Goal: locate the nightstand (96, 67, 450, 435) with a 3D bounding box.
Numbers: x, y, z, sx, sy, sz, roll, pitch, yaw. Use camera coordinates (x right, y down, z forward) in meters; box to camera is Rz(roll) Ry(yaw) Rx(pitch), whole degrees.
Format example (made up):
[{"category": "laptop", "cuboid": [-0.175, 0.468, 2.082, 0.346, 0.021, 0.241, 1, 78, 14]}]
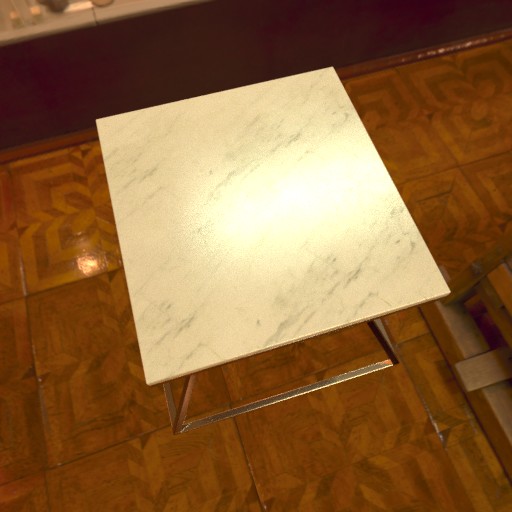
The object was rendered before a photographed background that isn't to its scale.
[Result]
[{"category": "nightstand", "cuboid": [0.000, 0.000, 0.882, 0.514, 0.426, 0.513, -15, 66, -7]}]
